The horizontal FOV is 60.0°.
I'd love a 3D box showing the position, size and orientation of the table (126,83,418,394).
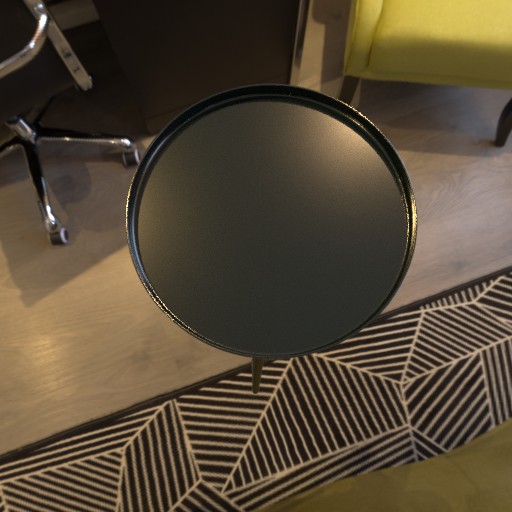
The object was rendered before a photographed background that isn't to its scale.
[{"bbox_3d":[0.000,0.000,0.828,0.415,0.548,0.403,38,78,9],"label":"table"}]
